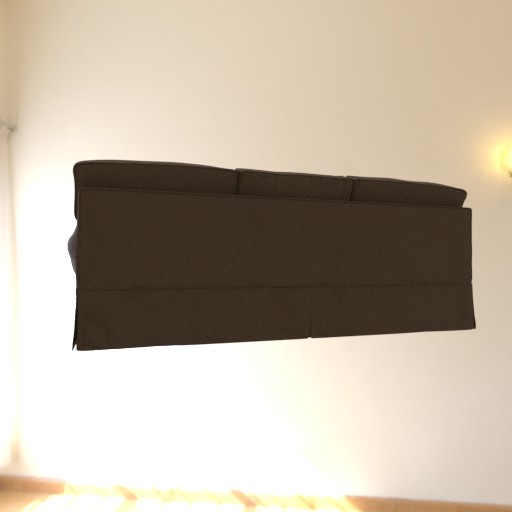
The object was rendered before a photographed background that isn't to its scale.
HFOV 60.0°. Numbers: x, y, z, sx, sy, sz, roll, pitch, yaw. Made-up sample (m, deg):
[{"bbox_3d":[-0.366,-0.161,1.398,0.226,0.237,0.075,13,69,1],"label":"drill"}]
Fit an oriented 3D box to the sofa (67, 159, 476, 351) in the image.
[{"bbox_3d":[0.000,0.000,3.289,2.475,0.978,1.733,0,-2,-18],"label":"sofa"}]
